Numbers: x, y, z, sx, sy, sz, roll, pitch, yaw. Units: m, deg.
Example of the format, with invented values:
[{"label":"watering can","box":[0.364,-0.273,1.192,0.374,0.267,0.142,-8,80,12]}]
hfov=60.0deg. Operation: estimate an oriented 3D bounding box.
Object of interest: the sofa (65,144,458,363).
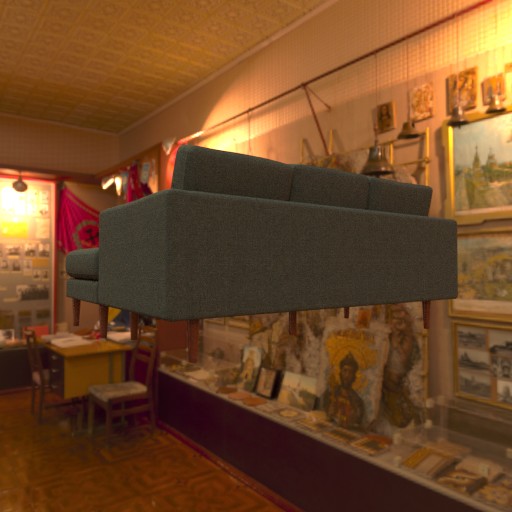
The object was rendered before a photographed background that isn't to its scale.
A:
[{"label":"sofa","box":[0.000,0.000,2.963,2.055,0.957,1.667,1,-1,-36]}]
